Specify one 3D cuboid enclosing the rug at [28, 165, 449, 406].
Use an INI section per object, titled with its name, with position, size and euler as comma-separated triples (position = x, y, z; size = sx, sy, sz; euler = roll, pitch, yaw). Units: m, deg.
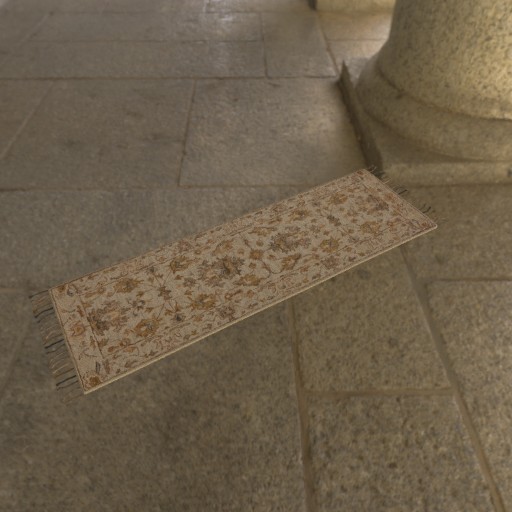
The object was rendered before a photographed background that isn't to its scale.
[rug]
position = 0.000, 0.000, 2.609
size = 2.438, 0.021, 0.729
euler = -23, 50, -21
